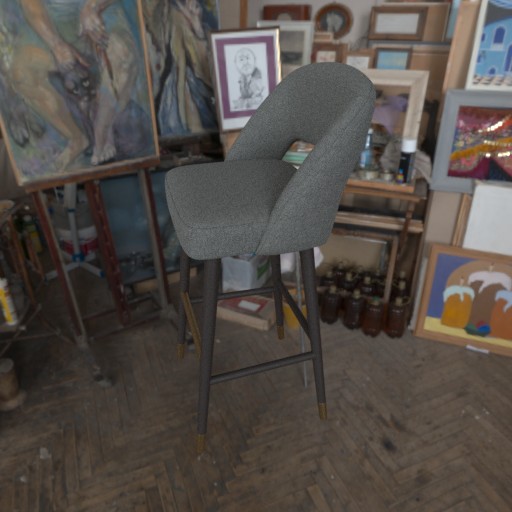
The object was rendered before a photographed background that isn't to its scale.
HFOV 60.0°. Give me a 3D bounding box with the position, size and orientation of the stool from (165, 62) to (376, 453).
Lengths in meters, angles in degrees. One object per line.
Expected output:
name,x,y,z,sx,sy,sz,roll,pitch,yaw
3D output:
stool,0.000,0.000,1.377,0.524,1.089,0.536,-8,31,-14
